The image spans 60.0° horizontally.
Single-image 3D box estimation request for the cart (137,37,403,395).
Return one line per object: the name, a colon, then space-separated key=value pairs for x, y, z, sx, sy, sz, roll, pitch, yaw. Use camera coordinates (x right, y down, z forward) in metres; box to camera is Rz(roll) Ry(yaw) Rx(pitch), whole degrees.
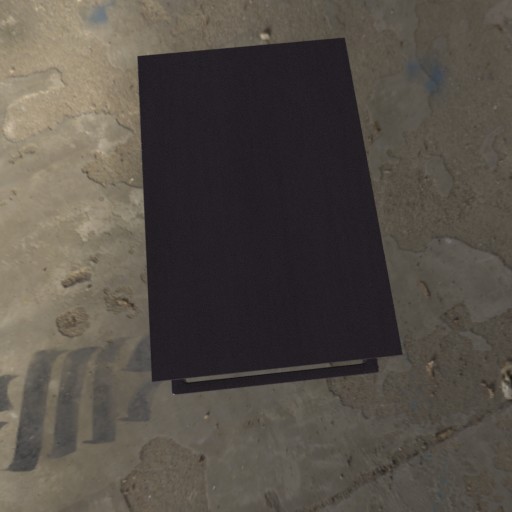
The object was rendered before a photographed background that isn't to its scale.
cart: x=0.000 y=0.000 z=1.270 sx=0.449 sy=0.878 sz=0.690 roll=-6 pitch=76 yaw=-1
